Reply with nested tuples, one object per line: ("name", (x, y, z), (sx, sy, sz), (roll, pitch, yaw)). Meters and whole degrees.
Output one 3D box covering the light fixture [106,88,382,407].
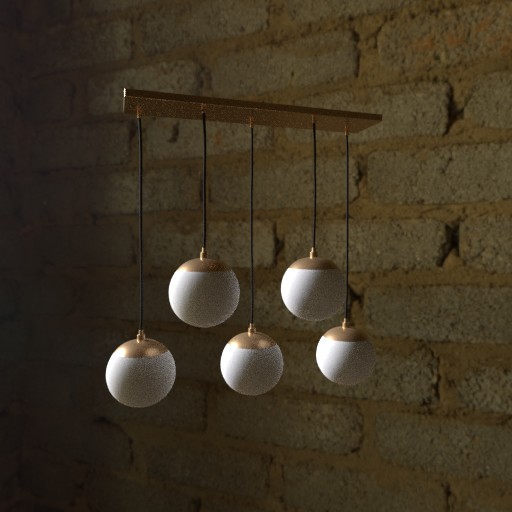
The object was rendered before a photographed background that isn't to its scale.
("light fixture", (0.000, 0.000, 1.335), (0.863, 0.869, 0.299), (0, 1, -18))
